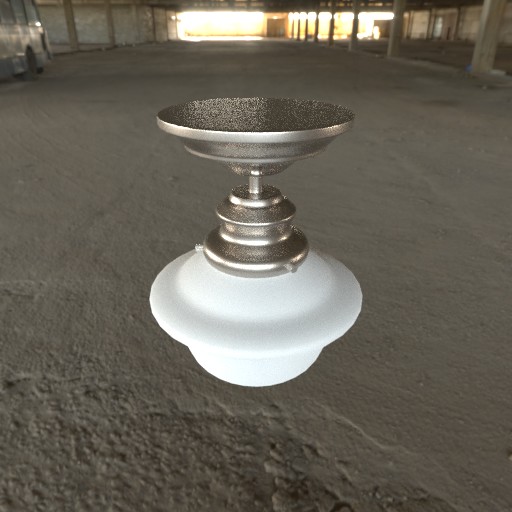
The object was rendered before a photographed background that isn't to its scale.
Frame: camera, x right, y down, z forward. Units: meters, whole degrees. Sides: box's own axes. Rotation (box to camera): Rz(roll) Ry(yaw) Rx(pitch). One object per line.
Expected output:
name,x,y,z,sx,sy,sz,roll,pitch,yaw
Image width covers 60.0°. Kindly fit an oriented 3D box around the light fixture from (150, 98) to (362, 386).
light fixture,0.000,0.000,0.404,0.199,0.254,0.199,0,27,0
